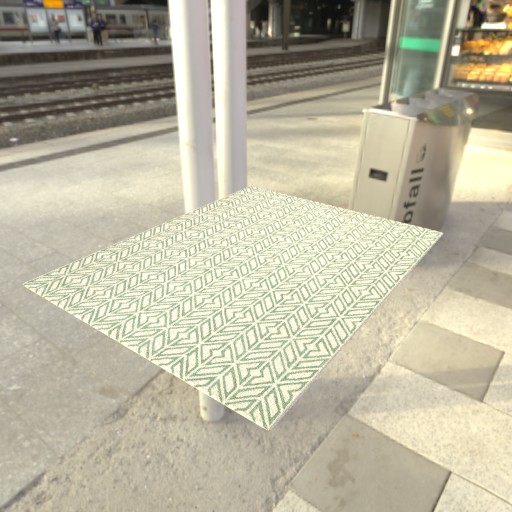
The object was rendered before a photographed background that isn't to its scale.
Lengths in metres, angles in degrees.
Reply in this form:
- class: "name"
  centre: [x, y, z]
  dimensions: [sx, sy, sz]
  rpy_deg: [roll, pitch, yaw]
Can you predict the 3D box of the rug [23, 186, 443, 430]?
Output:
- class: "rug"
  centre: [0.000, 0.000, 4.016]
  dimensions: [2.441, 0.017, 3.050]
  rpy_deg: [19, 33, 32]
